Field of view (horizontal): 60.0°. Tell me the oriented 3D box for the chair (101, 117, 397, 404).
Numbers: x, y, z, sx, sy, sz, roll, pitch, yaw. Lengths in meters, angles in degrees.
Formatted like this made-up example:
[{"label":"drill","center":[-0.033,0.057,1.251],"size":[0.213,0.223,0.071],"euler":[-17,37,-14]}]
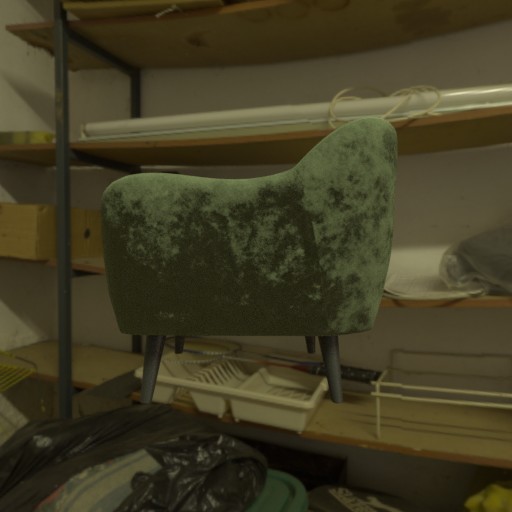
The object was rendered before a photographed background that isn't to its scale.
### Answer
[{"label":"chair","center":[0.000,0.000,1.510],"size":[0.819,0.804,0.840],"euler":[0,2,0]}]
